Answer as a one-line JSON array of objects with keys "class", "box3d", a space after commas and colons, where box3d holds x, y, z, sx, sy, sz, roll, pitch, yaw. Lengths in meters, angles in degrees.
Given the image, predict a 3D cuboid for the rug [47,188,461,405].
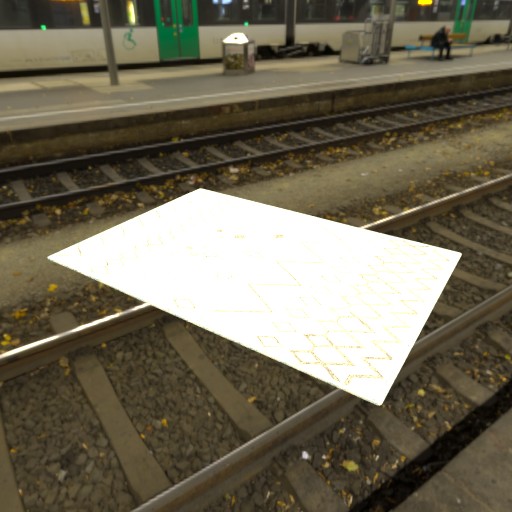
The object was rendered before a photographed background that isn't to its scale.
[{"class": "rug", "box3d": [0.000, 0.000, 2.363, 1.820, 0.009, 1.260, 18, 33, 29]}]
